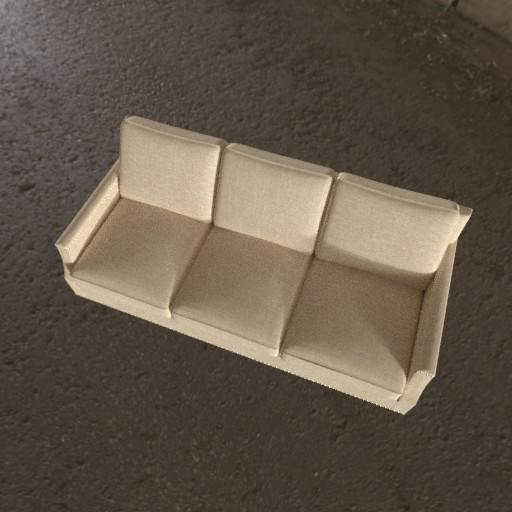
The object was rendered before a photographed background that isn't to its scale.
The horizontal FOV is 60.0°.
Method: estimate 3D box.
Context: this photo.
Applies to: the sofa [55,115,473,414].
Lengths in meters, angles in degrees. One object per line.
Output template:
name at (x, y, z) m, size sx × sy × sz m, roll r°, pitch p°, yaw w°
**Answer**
sofa at (0.000, 0.000, 2.713) m, size 2.210 × 0.940 × 1.041 m, roll 18°, pitch 59°, yaw 11°
